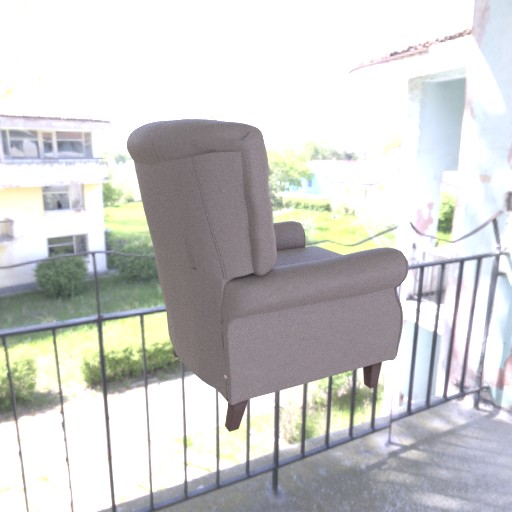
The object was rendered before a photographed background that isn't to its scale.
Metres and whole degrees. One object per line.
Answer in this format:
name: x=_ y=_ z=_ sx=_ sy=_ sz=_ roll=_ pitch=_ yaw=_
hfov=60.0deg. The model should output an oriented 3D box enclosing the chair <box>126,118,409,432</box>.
chair: x=0.000 y=0.000 z=1.975 sx=1.041 sy=1.138 sz=0.999 roll=-7 pitch=15 yaw=-26
